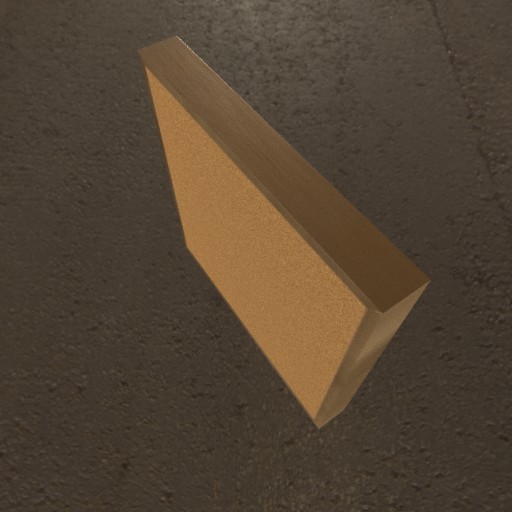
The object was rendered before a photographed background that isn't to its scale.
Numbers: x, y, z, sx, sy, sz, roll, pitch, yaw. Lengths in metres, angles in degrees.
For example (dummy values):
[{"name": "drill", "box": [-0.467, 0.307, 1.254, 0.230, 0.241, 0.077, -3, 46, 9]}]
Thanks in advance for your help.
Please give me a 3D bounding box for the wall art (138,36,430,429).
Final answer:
[{"name": "wall art", "box": [0.000, 0.000, 0.449, 0.038, 0.303, 0.305, -30, 62, -18]}]
